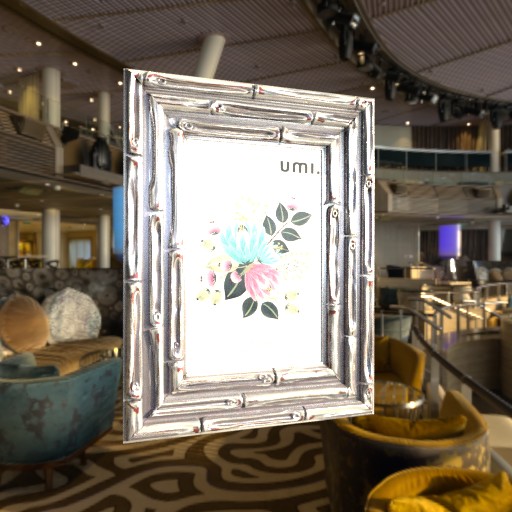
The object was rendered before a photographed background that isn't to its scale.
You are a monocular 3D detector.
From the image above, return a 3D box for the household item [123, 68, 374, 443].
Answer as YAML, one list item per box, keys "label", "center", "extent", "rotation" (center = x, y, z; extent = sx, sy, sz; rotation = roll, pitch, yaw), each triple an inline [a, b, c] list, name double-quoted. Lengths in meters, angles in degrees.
- label: "household item"
  center: [0.000, 0.000, 0.287]
  extent: [0.165, 0.216, 0.025]
  rotation: [0, 0, -17]
